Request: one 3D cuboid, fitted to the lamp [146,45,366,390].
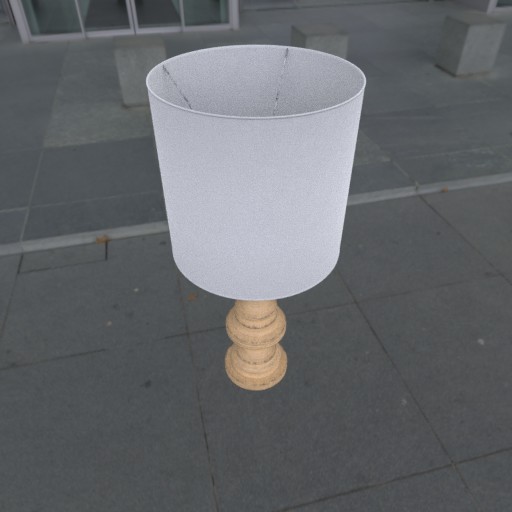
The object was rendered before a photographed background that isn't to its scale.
[{"bbox_3d":[0.000,0.000,0.573,0.208,0.455,0.208,1,40,1],"label":"lamp"}]
